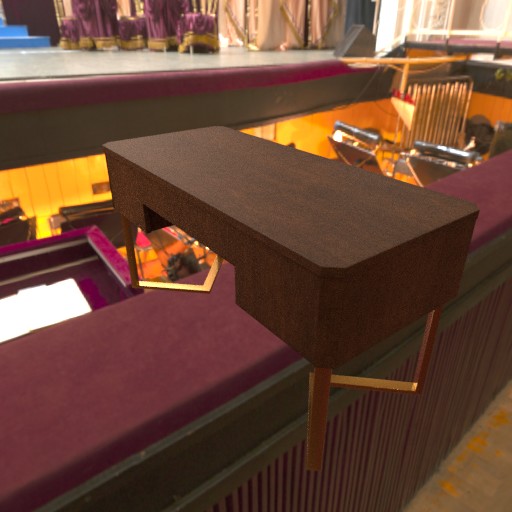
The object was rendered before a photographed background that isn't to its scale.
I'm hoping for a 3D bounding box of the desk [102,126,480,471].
[{"bbox_3d":[0.000,0.000,1.877,0.684,0.762,1.479,-20,34,-32],"label":"desk"}]
